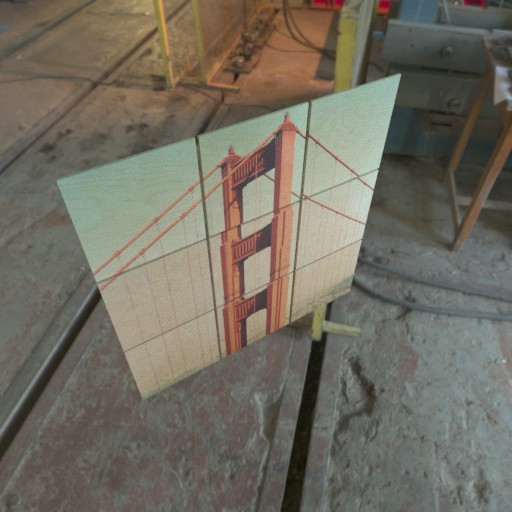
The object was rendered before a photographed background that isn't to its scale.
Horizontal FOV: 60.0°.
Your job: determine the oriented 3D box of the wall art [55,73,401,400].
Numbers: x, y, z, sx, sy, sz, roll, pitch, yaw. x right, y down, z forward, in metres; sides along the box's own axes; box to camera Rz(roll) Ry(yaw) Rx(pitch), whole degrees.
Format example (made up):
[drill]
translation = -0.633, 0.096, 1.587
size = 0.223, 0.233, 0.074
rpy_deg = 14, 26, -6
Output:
[wall art]
translation = 0.000, 0.000, 2.253
size = 1.517, 1.523, 0.013
rpy_deg = -24, 50, -21
